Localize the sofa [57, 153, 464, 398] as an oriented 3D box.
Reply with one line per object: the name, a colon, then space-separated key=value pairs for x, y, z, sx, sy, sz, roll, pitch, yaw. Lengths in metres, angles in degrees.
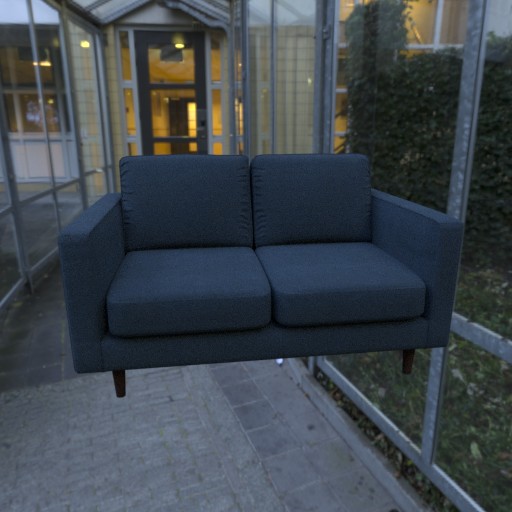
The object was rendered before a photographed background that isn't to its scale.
sofa: x=0.000 y=0.000 z=2.120 sx=1.518 sy=0.930 sz=0.999 roll=-2 pitch=17 yaw=-8
